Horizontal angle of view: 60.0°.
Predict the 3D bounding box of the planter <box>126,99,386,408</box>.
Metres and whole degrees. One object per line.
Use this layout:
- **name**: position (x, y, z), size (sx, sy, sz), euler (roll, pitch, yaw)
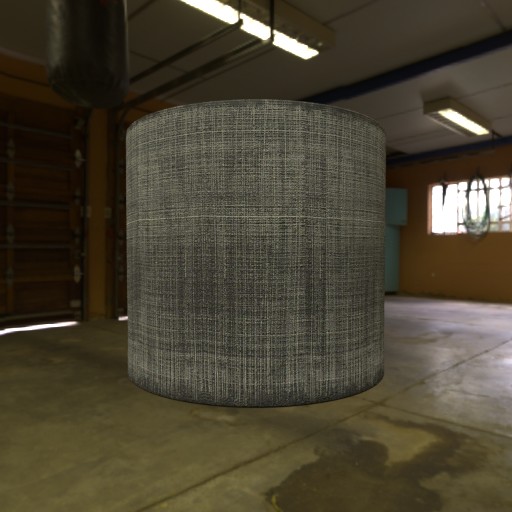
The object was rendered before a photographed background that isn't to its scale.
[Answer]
- **planter**: position (0.000, 0.000, 0.393), size (0.221, 0.201, 0.221), euler (0, 0, 0)
